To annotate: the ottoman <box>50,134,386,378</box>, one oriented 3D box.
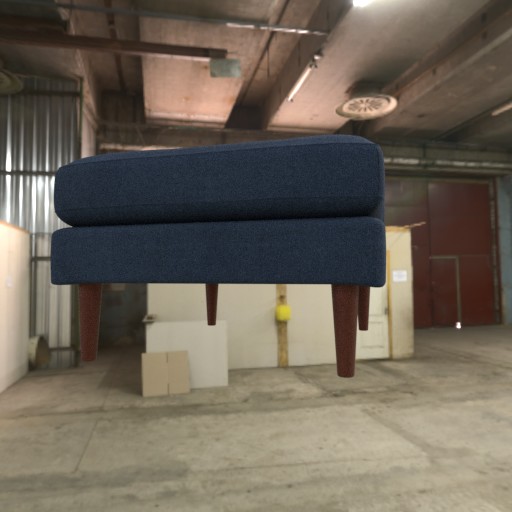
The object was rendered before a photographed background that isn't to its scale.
[{"bbox_3d":[0.000,0.000,1.235,0.693,0.474,0.821,-1,-3,16],"label":"ottoman"}]
